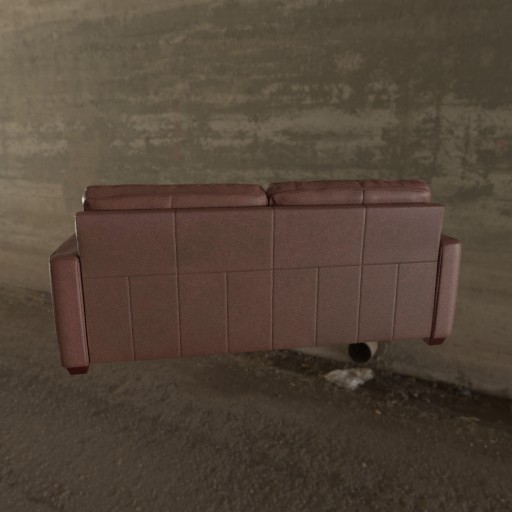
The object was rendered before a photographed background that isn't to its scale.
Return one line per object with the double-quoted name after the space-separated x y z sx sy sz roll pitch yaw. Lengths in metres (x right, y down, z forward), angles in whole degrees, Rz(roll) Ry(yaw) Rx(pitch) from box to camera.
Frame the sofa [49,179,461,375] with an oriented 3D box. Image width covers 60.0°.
0.000 0.000 2.605 2.080 0.919 0.940 -2 14 -10 "sofa"
